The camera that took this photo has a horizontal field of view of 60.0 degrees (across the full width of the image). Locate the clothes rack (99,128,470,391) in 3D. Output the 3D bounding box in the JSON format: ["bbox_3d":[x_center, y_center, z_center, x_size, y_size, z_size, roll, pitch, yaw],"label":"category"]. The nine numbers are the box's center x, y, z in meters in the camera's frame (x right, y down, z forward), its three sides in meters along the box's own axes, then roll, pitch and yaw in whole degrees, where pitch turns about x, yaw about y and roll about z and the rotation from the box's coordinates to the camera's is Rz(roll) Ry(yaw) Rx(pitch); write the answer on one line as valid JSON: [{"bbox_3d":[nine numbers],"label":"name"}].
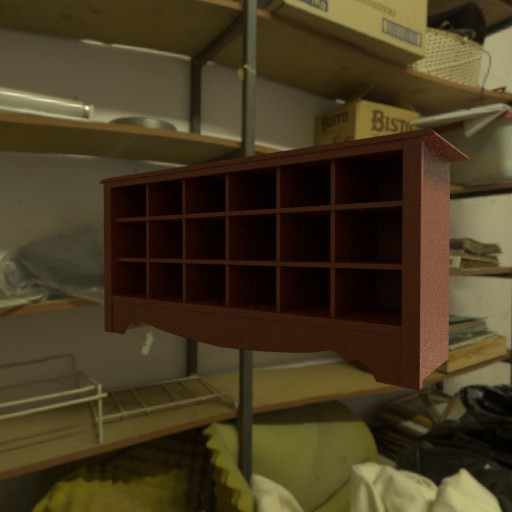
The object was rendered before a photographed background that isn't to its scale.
[{"bbox_3d":[0.000,0.000,1.499,1.251,0.594,0.362,1,1,37],"label":"clothes rack"}]
